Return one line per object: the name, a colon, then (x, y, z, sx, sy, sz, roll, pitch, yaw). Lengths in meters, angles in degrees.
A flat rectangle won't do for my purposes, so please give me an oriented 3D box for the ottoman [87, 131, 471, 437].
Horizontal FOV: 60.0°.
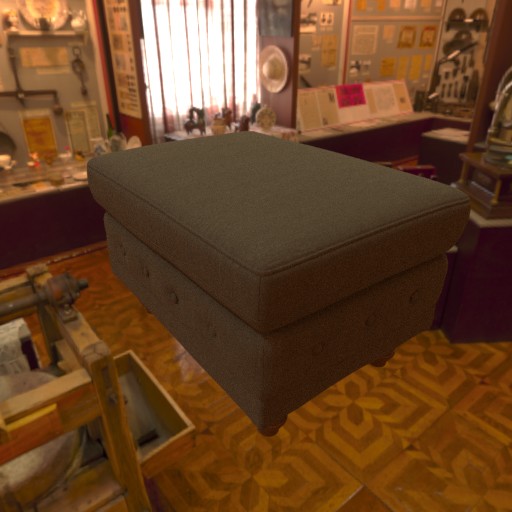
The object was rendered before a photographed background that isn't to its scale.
ottoman: (0.000, 0.000, 1.131, 0.569, 0.500, 0.771, -19, 33, -32)
